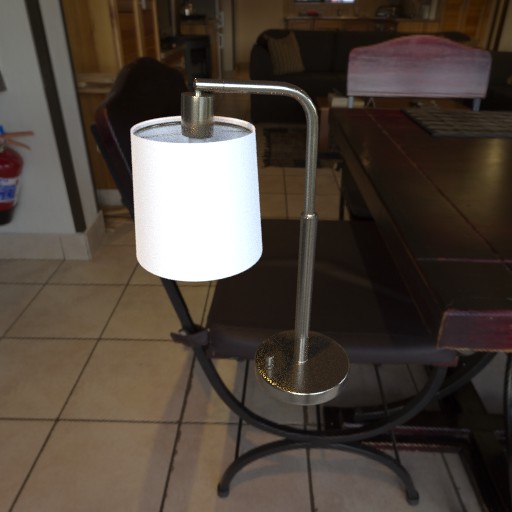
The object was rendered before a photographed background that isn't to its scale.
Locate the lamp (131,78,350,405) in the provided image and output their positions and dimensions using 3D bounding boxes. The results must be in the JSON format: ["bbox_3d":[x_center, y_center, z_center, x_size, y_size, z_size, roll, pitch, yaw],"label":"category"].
[{"bbox_3d":[0.000,0.000,0.646,0.333,0.489,0.171,-8,30,-15],"label":"lamp"}]
